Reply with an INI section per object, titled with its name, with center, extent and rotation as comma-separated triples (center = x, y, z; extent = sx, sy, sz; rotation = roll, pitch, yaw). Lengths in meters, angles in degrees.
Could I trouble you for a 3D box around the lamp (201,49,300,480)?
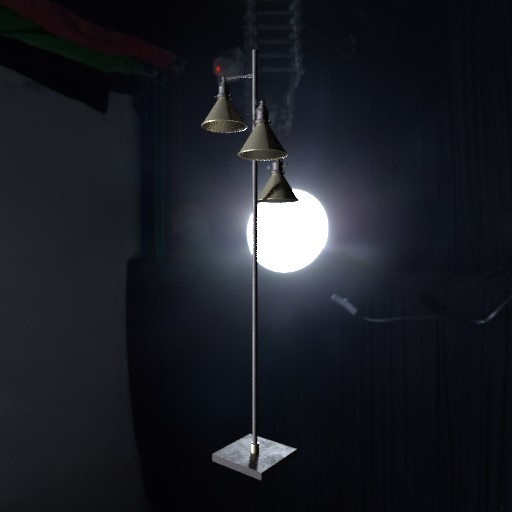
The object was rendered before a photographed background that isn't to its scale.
[lamp]
center = 0.000, 0.000, 1.889
extent = 0.428, 1.716, 0.415
rotation = 1, 1, 37
